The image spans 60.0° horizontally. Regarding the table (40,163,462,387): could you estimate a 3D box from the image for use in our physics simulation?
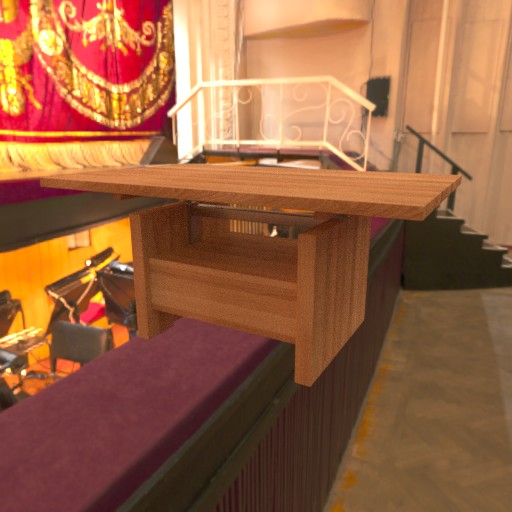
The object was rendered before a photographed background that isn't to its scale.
[{"bbox_3d":[0.000,0.000,1.434,1.100,0.510,0.700,9,18,28],"label":"table"}]
